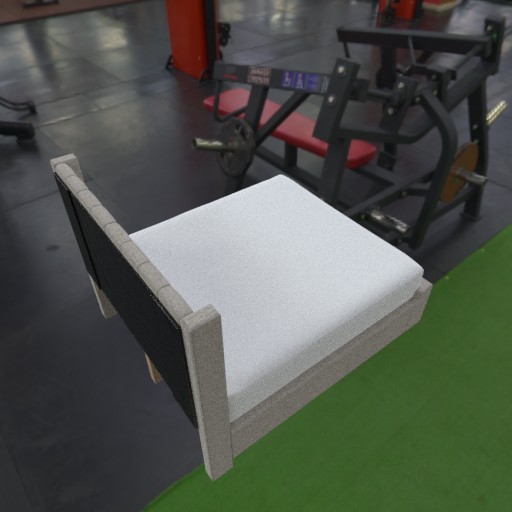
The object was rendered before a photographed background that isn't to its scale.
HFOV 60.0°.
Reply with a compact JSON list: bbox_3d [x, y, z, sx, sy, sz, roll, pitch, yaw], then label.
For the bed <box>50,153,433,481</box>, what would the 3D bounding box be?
[{"bbox_3d":[0.000,0.000,3.801,2.372,1.748,2.044,-27,48,-27],"label":"bed"}]
